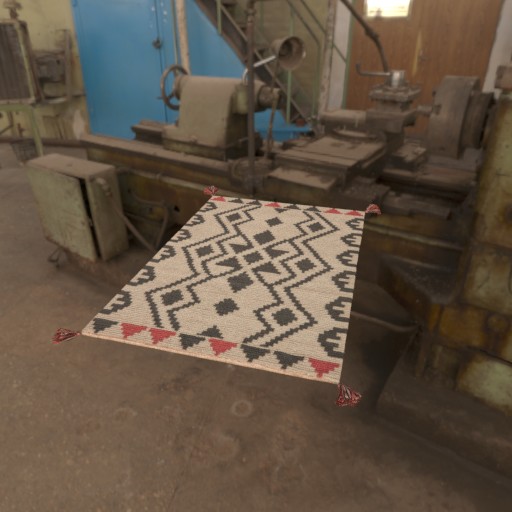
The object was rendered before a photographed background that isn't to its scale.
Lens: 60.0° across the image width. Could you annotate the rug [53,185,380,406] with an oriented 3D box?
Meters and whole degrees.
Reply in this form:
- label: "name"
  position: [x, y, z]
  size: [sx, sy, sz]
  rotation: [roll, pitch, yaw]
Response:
- label: "rug"
  position: [0.000, 0.000, 2.721]
  size: [1.444, 0.067, 2.069]
  rotation: [8, 30, 13]
